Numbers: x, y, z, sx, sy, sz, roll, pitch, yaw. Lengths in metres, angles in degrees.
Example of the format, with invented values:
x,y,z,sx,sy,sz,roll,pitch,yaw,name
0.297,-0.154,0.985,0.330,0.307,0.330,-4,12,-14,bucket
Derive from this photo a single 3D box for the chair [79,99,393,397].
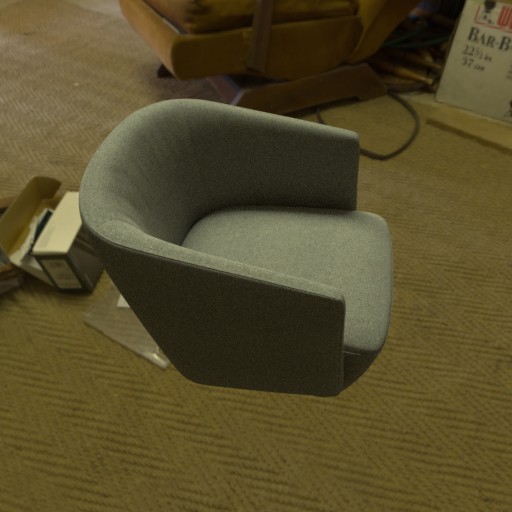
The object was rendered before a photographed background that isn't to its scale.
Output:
x,y,z,sx,sy,sz,roll,pitch,yaw,name
0.000,0.000,1.630,0.986,0.861,0.822,9,48,8,chair
